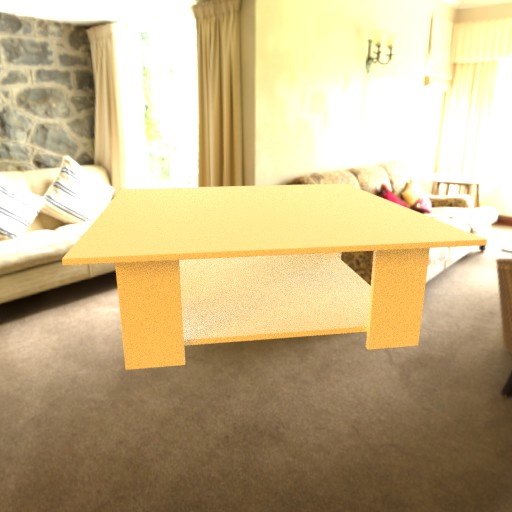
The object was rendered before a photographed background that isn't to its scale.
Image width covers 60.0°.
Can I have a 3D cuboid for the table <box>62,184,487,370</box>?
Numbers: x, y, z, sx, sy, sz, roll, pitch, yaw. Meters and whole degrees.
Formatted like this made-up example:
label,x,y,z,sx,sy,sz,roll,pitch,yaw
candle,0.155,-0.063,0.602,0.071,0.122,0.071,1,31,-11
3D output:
label,x,y,z,sx,sy,sz,roll,pitch,yaw
table,0.000,0.000,1.374,0.890,0.305,0.890,-3,17,-9
